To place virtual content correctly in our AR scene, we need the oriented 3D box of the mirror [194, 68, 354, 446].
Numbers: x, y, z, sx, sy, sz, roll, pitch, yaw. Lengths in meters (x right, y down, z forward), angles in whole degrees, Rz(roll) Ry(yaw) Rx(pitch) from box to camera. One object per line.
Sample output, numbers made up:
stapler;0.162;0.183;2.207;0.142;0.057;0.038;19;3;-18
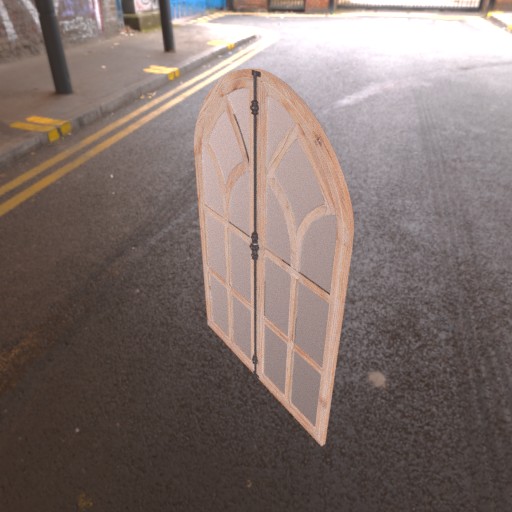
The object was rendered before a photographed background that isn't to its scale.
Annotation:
mirror;0.000;0.000;1.166;0.032;0.915;0.609;-21;39;-29
